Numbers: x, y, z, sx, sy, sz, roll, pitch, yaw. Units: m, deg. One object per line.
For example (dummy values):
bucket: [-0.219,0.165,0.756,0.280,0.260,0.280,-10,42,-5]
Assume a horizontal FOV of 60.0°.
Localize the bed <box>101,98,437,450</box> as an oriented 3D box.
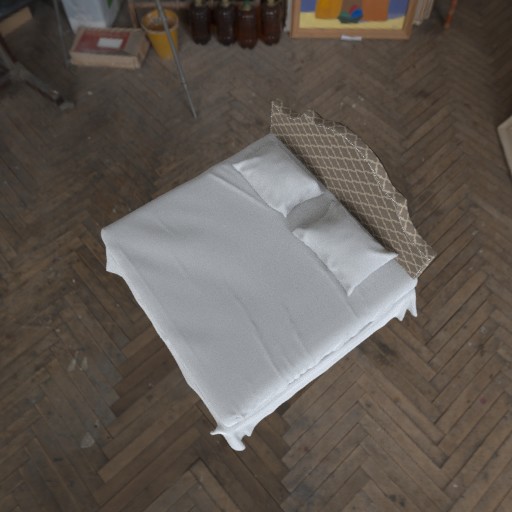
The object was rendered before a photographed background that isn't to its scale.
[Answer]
bed: [0.000,0.000,3.771,2.222,1.601,2.314,-33,68,-15]
